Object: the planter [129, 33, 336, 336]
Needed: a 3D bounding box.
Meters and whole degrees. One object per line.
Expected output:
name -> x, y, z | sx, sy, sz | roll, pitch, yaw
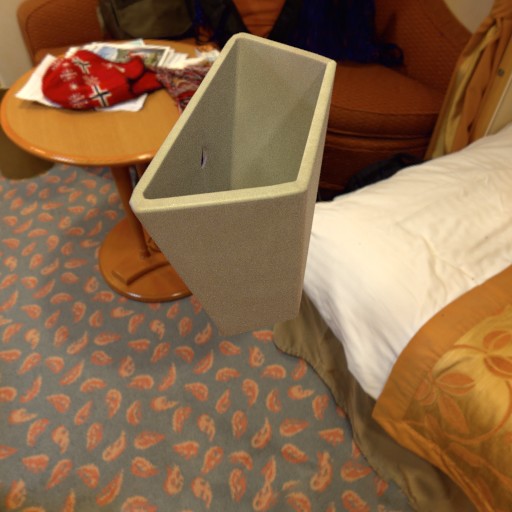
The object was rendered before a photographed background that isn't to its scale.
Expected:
planter -> 0.000, 0.000, 0.267 | 0.060, 0.197, 0.150 | 10, 49, 8
